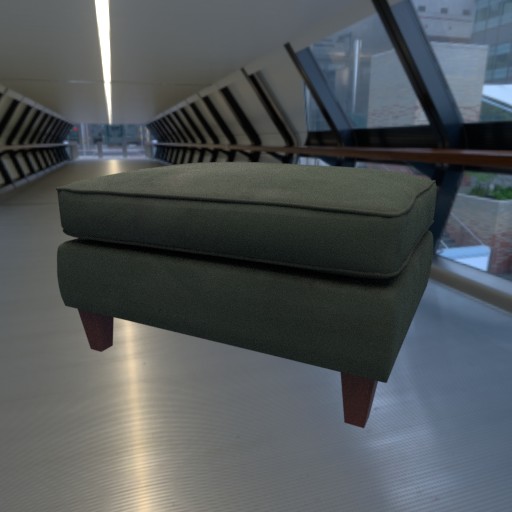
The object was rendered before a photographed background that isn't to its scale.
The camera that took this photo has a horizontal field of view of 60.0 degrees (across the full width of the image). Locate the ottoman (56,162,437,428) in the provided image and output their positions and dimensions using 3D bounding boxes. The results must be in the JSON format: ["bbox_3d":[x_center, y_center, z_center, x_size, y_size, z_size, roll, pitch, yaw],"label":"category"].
[{"bbox_3d":[0.000,0.000,1.230,0.864,0.495,0.632,8,17,26],"label":"ottoman"}]
